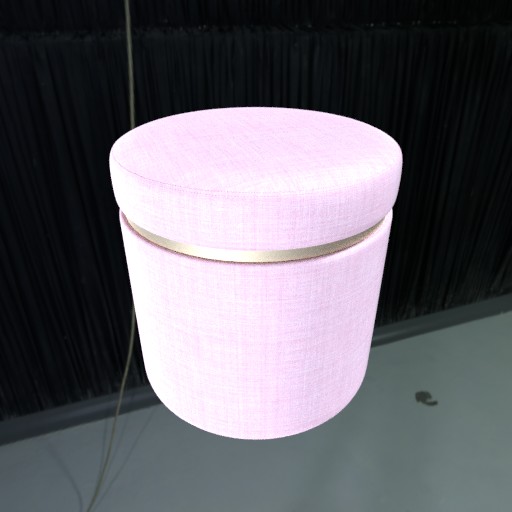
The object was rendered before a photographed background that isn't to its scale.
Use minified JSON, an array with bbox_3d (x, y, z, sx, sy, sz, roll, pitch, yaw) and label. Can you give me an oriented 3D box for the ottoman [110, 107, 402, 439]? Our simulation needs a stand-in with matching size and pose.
[{"bbox_3d":[0.000,0.000,0.715,0.400,0.406,0.400,0,30,0],"label":"ottoman"}]
